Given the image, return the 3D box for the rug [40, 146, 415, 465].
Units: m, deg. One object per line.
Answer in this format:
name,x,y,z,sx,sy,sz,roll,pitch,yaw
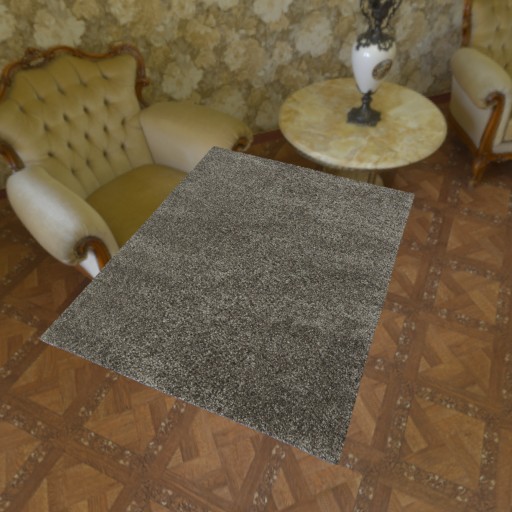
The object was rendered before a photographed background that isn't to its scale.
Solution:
rug,0.000,0.000,4.090,2.401,0.025,3.000,17,48,16
